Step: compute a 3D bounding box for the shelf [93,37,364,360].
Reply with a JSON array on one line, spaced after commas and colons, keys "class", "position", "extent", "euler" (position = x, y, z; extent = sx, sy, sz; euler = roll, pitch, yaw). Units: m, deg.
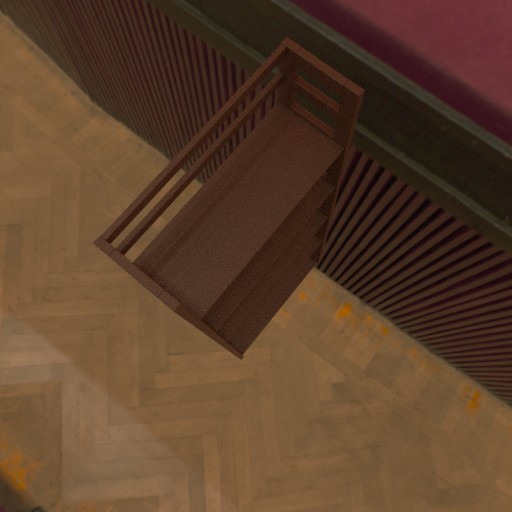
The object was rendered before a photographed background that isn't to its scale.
[{"class": "shelf", "position": [0.000, 0.000, 1.892], "extent": [0.403, 1.600, 0.763], "euler": [38, 79, 9]}]
